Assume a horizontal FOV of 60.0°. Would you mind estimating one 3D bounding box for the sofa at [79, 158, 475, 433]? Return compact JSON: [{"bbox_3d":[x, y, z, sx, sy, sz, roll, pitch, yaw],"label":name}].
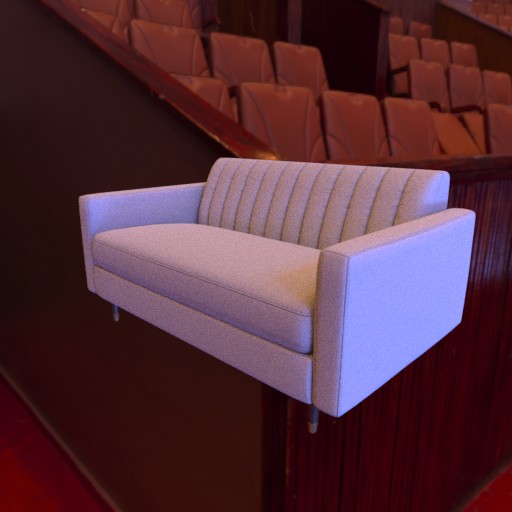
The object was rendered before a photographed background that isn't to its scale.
[{"bbox_3d":[0.000,0.000,2.040,1.585,0.801,0.950,15,21,42],"label":"sofa"}]
